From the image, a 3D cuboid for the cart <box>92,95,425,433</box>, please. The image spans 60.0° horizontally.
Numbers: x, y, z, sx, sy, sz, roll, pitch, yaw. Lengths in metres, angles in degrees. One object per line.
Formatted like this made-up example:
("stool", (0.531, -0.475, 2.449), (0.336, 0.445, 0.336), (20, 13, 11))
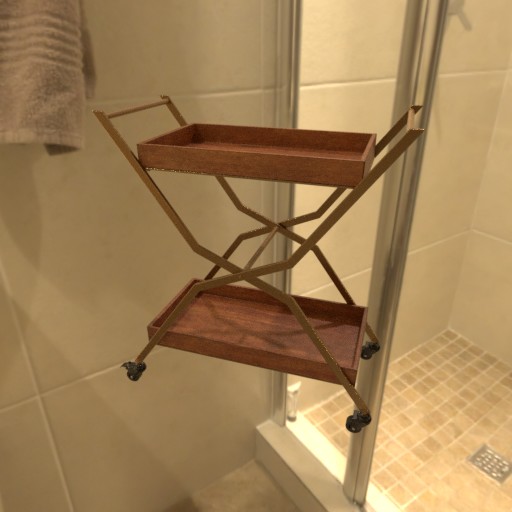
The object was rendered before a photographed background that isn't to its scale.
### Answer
("cart", (0.000, 0.000, 1.357), (0.836, 0.869, 0.405), (8, 27, 16))
